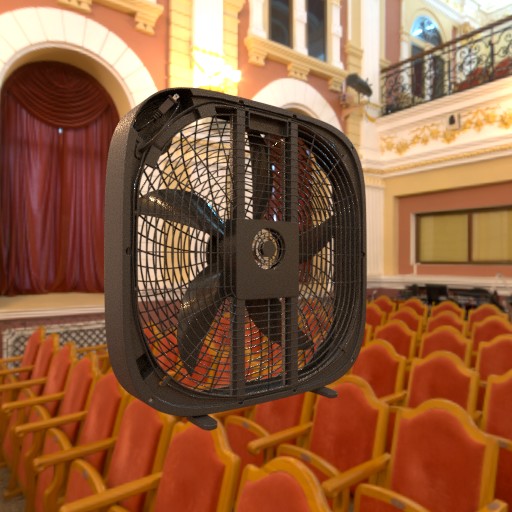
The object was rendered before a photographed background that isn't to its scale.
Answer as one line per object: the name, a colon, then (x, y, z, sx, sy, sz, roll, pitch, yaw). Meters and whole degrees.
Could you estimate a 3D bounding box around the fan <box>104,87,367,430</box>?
fan: (0.000, 0.000, 0.809, 0.526, 0.533, 0.142, 1, -1, -37)
